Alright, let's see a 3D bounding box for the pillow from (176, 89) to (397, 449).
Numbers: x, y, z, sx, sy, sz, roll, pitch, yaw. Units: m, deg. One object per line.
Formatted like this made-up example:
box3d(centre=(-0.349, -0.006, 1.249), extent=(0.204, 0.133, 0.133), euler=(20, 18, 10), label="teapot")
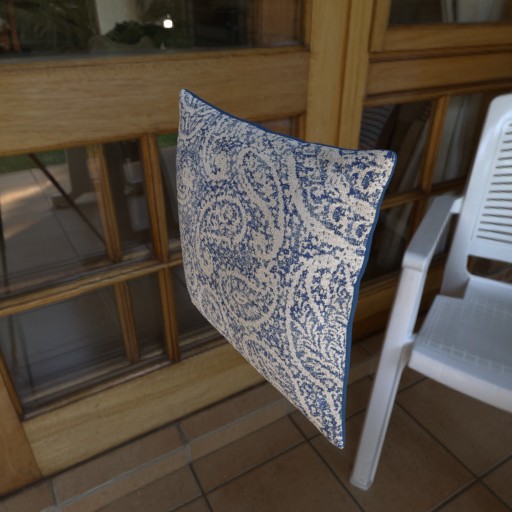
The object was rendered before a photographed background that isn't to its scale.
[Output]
box3d(centre=(0.000, 0.000, 0.805), extent=(0.166, 0.510, 0.523), euler=(-20, 36, -30), label="pillow")
